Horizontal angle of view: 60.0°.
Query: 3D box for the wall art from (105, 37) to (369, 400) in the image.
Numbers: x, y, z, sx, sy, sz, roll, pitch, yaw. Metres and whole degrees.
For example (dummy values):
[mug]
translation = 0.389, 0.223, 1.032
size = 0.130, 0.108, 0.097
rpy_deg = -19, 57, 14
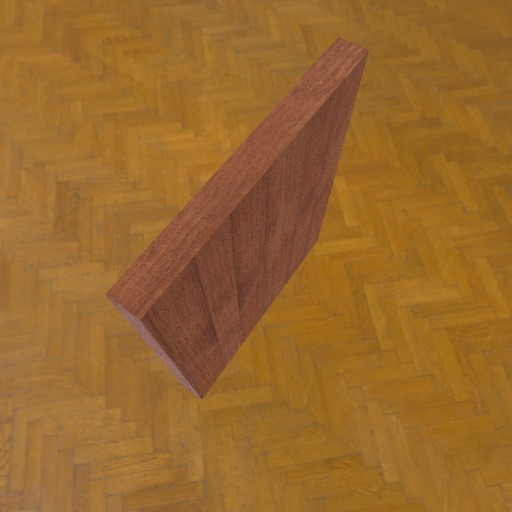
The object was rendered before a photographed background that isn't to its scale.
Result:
[wall art]
translation = 0.000, 0.000, 0.629
size = 0.039, 0.449, 0.377
rpy_deg = 32, 68, 14
